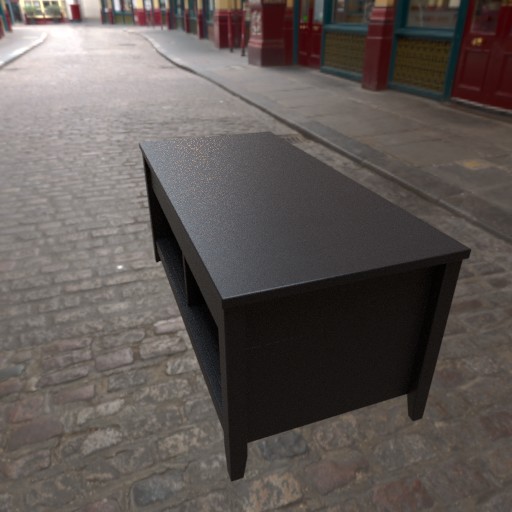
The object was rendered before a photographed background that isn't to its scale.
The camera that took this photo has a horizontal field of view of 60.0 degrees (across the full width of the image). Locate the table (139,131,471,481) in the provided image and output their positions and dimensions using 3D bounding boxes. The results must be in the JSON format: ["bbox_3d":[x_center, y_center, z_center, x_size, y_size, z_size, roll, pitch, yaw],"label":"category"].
[{"bbox_3d":[0.000,0.000,1.278,0.483,0.457,1.016,-10,30,-18],"label":"table"}]
